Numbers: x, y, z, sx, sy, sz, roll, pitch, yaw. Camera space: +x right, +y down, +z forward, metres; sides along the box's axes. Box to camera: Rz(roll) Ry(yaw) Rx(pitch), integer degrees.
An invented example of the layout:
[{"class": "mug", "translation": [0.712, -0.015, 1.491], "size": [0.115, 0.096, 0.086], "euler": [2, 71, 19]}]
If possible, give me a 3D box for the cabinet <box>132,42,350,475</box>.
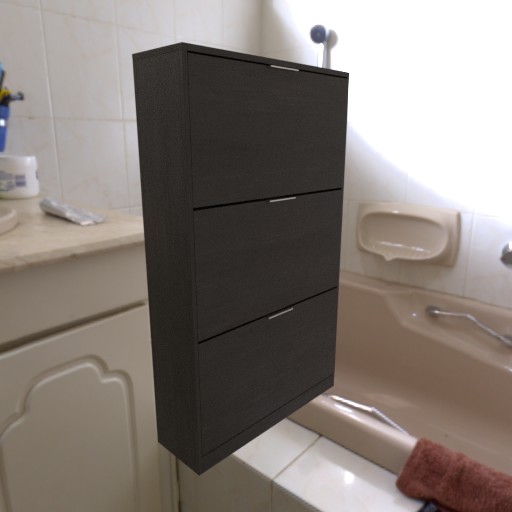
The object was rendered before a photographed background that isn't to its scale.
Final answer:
[{"class": "cabinet", "translation": [0.000, 0.000, 1.594], "size": [0.250, 1.280, 0.750], "euler": [14, 21, 43]}]
